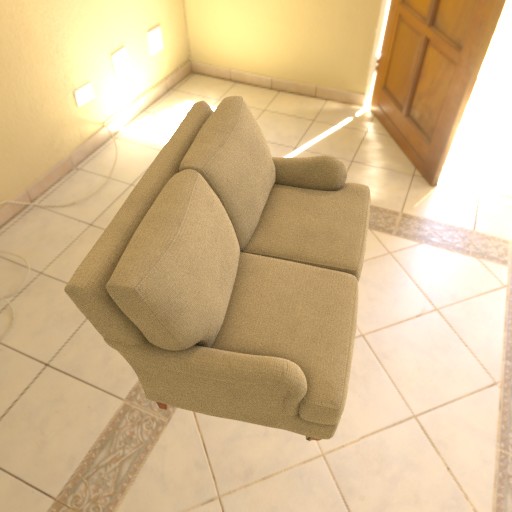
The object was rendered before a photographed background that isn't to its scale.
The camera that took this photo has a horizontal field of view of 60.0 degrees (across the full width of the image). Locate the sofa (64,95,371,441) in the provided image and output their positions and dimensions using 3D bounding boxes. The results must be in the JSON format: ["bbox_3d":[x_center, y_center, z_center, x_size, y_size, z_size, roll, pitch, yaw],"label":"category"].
[{"bbox_3d":[0.000,0.000,2.257,1.087,0.999,1.480,11,48,10],"label":"sofa"}]
